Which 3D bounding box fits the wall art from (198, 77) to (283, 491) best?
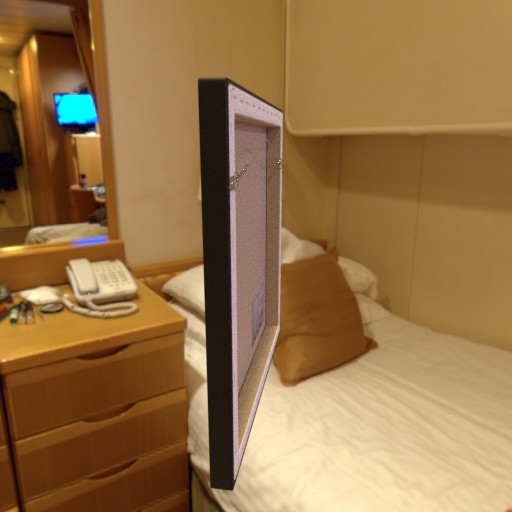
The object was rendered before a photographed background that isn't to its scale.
[{"bbox_3d":[0.000,0.000,0.912,0.043,0.611,0.610,2,15,10],"label":"wall art"}]
